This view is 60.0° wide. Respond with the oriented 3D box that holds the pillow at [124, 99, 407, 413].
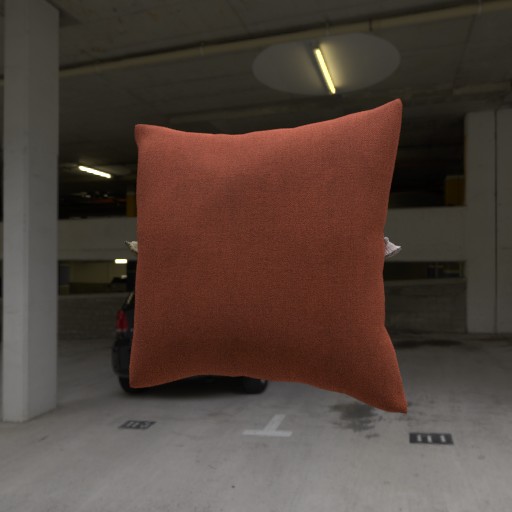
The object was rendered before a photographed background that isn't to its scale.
[{"bbox_3d":[0.000,0.000,0.761,0.490,0.482,0.165,0,0,17],"label":"pillow"}]
